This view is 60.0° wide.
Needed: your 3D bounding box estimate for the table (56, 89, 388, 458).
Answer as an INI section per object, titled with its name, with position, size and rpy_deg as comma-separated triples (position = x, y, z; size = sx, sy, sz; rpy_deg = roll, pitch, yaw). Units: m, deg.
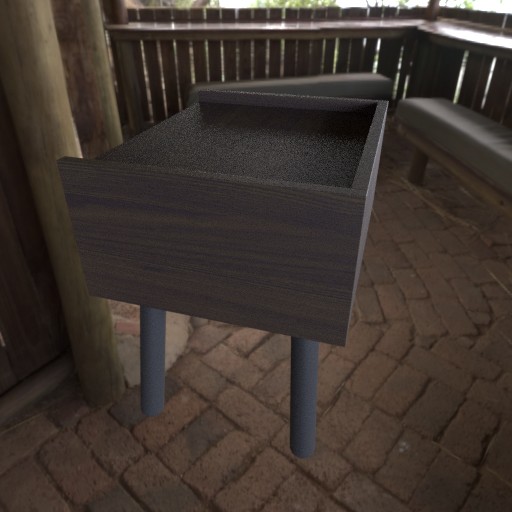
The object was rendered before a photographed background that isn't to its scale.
[table]
position = 0.000, 0.000, 0.798
size = 0.370, 0.470, 0.450
rpy_deg = 9, 33, 14
